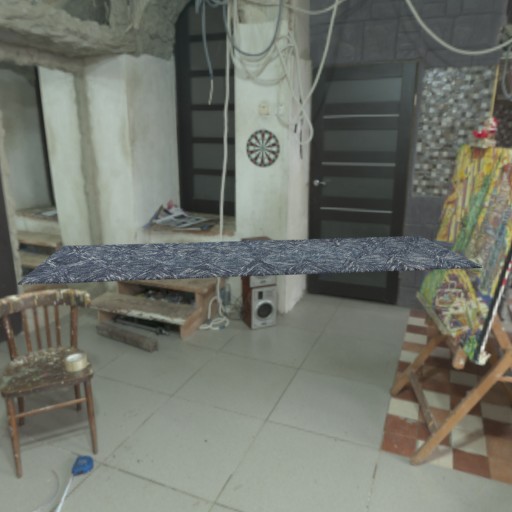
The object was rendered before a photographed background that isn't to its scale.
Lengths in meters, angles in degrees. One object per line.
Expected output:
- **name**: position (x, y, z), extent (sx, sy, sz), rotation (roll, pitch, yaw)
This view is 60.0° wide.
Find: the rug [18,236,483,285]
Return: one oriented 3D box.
- **rug**: position (0.000, 0.000, 2.504), extent (2.306, 0.013, 0.719), rotation (-2, 16, -7)
